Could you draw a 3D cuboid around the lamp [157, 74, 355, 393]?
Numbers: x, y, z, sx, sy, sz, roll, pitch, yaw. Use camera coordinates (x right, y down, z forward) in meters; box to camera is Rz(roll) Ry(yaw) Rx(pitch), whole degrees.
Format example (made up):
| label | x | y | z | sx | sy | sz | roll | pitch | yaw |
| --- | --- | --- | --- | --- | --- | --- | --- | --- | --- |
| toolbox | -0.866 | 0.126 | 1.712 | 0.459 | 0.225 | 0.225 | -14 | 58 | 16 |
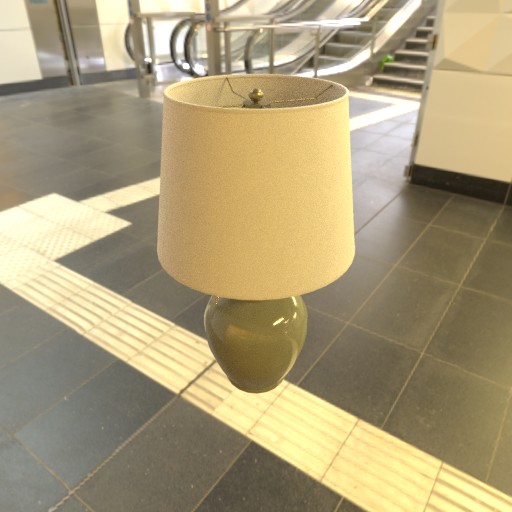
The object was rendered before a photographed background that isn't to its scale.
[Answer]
| label | x | y | z | sx | sy | sz | roll | pitch | yaw |
| --- | --- | --- | --- | --- | --- | --- | --- | --- | --- |
| lamp | 0.000 | 0.000 | 0.556 | 0.239 | 0.399 | 0.239 | 0 | 31 | 0 |
